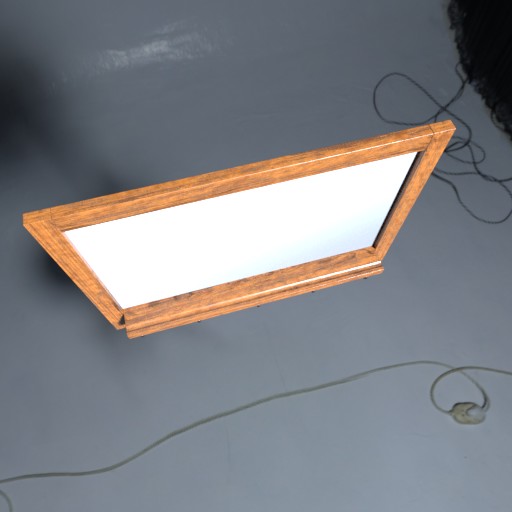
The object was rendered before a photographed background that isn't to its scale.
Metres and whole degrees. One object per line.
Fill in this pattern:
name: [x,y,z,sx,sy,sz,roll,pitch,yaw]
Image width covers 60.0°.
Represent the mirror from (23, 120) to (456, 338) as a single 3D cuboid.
mirror: [0.000,0.000,0.981,0.758,0.537,0.084,-14,64,-7]
